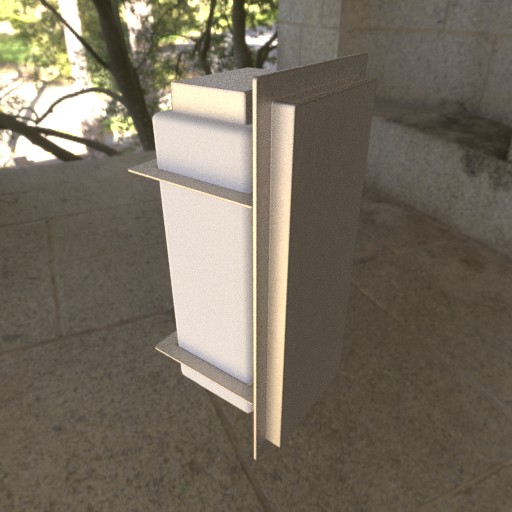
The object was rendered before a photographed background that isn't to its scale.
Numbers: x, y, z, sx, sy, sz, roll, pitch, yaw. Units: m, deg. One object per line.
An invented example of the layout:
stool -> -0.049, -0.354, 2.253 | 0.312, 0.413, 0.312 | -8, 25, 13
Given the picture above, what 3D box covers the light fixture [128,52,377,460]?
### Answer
light fixture -> 0.000, 0.000, 0.460 | 0.160, 0.380, 0.168 | 20, 36, 30
